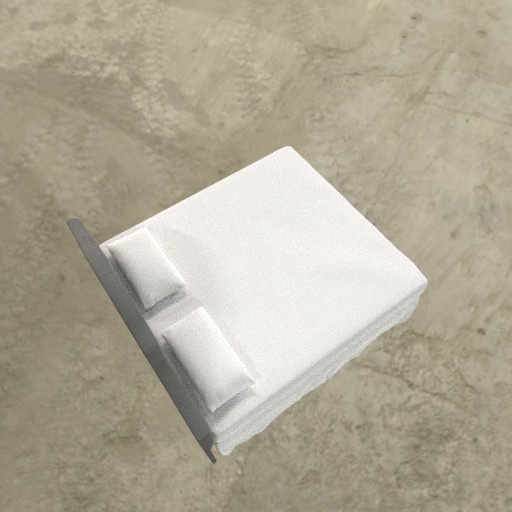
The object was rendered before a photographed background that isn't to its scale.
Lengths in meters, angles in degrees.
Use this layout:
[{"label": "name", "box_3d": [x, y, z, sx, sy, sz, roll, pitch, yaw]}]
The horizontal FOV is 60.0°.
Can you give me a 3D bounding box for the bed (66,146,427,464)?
[{"label": "bed", "box_3d": [0.000, 0.000, 3.558, 2.214, 1.615, 2.008, -31, 64, -17]}]
